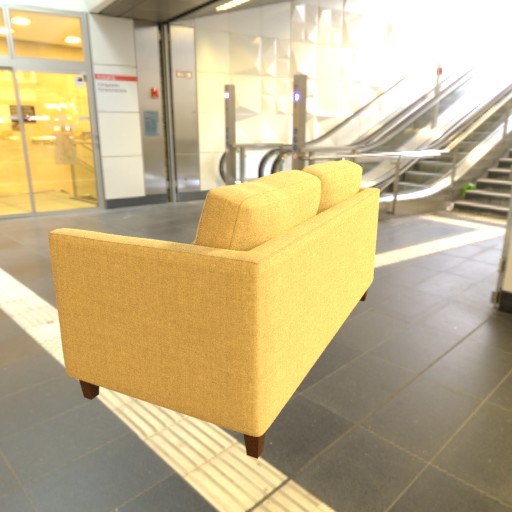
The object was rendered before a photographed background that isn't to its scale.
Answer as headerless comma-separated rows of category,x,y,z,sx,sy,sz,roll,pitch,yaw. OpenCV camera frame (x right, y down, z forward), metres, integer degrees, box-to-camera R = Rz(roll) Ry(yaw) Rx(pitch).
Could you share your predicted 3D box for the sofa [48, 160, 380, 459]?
sofa,0.000,0.000,2.397,0.950,0.963,1.884,8,18,25
